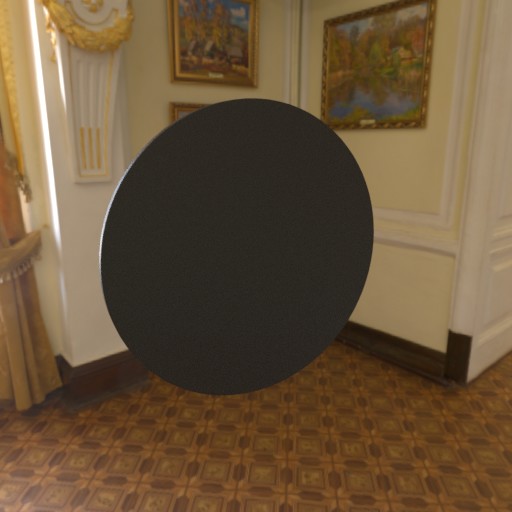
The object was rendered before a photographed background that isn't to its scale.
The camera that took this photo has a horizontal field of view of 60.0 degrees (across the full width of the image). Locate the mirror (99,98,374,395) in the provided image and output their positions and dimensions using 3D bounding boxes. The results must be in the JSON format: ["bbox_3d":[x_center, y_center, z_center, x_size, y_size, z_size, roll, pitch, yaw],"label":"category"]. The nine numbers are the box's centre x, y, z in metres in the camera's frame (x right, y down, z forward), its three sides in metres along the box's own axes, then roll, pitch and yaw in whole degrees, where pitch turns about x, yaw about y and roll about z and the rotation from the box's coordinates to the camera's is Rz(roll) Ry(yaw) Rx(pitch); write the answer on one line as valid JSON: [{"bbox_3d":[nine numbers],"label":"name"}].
[{"bbox_3d":[0.000,0.000,1.604,1.077,1.077,0.036,-7,16,-26],"label":"mirror"}]
